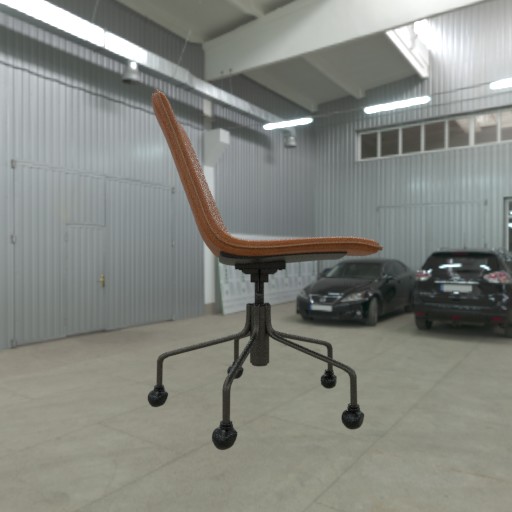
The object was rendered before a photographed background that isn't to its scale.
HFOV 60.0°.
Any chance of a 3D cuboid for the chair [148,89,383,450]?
[{"bbox_3d":[0.000,0.000,1.356,0.660,0.920,0.651,0,0,0],"label":"chair"}]
